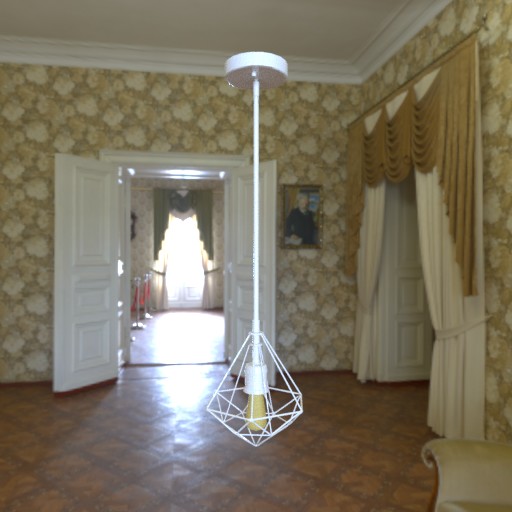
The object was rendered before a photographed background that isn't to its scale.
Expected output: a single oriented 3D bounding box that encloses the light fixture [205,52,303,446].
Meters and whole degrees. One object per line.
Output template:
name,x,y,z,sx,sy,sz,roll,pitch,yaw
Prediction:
light fixture,0.000,0.000,2.061,0.487,1.764,0.431,0,0,35
